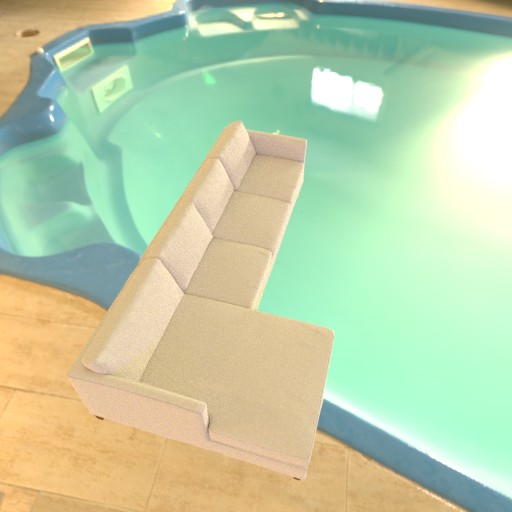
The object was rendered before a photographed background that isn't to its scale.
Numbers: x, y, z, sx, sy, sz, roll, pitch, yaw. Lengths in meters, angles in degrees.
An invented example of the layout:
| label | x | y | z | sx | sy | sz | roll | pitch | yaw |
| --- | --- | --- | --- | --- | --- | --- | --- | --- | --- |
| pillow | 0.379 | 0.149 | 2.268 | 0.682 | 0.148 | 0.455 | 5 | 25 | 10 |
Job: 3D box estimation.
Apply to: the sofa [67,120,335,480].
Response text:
| label | x | y | z | sx | sy | sz | roll | pitch | yaw |
| --- | --- | --- | --- | --- | --- | --- | --- | --- | --- |
| sofa | 0.000 | 0.000 | 3.900 | 1.625 | 0.846 | 3.186 | 12 | 48 | 11 |
